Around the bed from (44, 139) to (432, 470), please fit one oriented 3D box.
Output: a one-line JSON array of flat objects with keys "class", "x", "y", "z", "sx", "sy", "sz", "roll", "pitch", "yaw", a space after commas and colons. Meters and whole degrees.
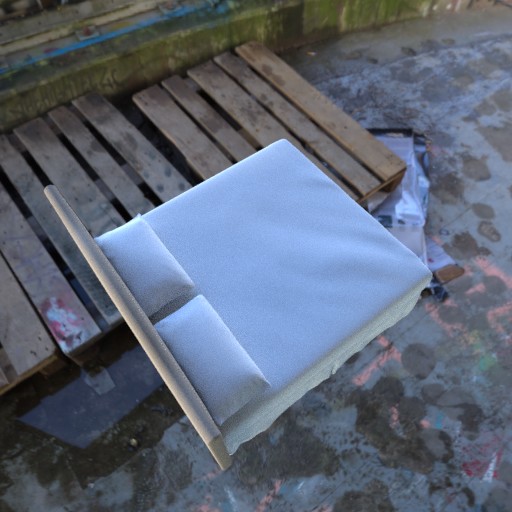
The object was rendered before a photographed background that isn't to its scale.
[{"class": "bed", "x": 0.000, "y": 0.000, "z": 3.513, "sx": 2.182, "sy": 1.421, "sz": 2.083, "roll": -33, "pitch": 64, "yaw": -18}]
